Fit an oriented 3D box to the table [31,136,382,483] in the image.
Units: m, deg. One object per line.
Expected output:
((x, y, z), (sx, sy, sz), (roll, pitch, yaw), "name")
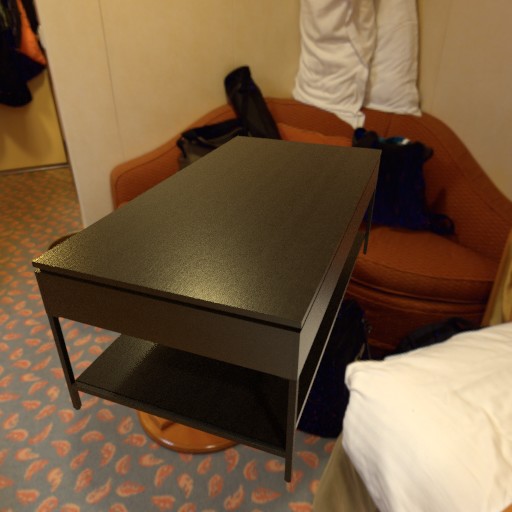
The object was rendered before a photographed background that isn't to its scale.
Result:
((0.000, 0.000, 1.374), (0.574, 0.435, 1.095), (10, 31, 18), "table")
